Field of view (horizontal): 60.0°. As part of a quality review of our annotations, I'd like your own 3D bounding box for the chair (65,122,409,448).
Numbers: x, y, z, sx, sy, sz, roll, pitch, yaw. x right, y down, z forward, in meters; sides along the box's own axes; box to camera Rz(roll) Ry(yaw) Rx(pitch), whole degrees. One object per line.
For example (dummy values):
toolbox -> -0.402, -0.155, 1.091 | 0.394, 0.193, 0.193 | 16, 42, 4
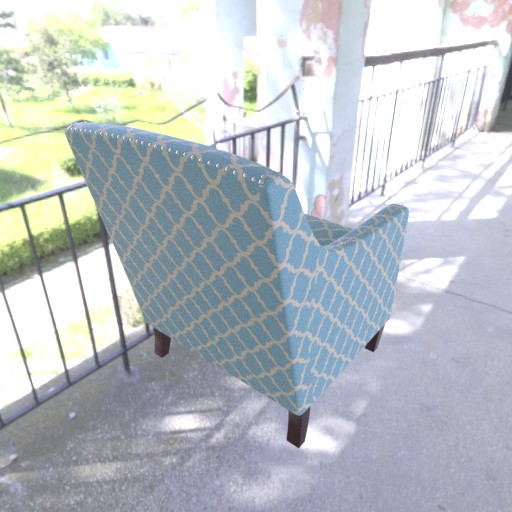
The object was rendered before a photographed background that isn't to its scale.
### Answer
chair -> 0.000, 0.000, 1.289 | 0.617, 0.817, 0.686 | 22, 36, 34
